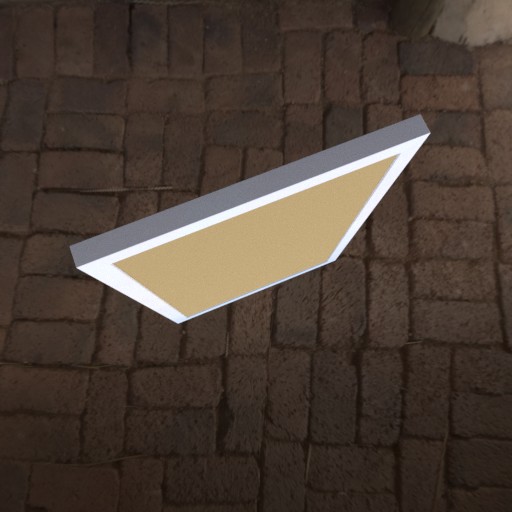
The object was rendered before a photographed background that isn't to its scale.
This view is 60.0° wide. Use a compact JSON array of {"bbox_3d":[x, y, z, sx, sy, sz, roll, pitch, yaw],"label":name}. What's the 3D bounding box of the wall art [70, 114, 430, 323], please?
[{"bbox_3d":[0.000,0.000,1.158,0.612,0.915,0.039,-22,77,-5],"label":"wall art"}]
